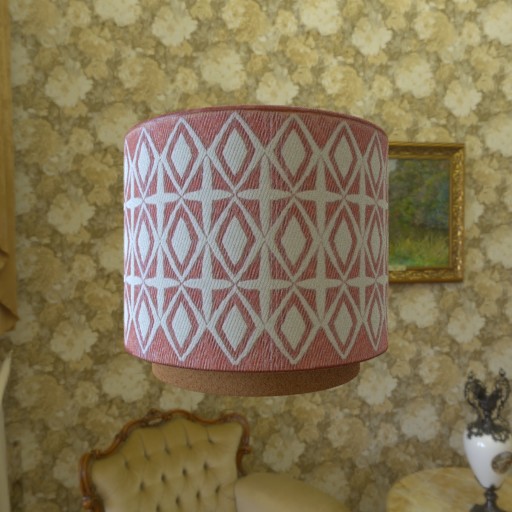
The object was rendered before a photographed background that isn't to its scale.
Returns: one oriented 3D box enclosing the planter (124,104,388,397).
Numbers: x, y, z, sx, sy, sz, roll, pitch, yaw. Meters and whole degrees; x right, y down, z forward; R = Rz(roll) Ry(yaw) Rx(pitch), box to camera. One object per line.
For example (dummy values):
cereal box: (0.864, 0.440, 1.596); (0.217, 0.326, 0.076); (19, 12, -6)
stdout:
planter: (0.000, 0.000, 0.478); (0.273, 0.237, 0.273); (0, 0, 0)
